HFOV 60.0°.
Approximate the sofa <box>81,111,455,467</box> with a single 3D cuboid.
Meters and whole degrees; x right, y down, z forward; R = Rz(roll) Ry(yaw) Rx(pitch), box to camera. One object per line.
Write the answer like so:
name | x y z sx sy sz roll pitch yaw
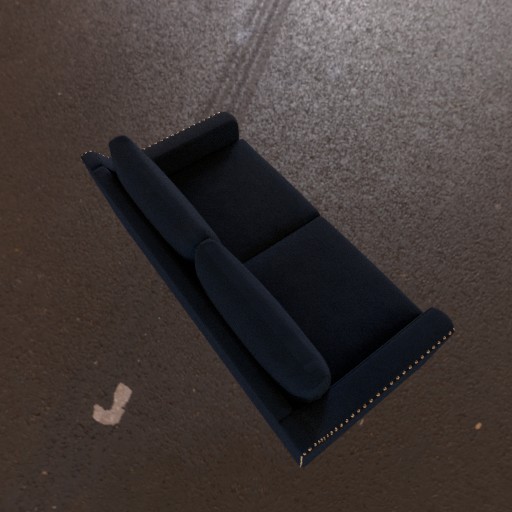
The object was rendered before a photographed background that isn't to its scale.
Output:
sofa | 0.000 0.000 2.685 1.104 0.983 2.107 -32 63 -19
